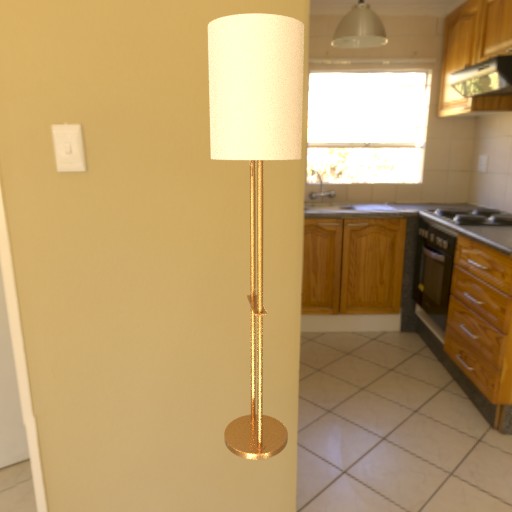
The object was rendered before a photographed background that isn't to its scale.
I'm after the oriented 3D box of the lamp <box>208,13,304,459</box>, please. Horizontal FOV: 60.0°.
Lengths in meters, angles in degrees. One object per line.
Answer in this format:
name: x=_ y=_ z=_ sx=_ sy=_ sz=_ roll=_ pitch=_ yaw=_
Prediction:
lamp: x=0.000 y=0.000 z=1.591 sx=0.305 sy=1.500 sz=0.306 roll=-2 pitch=14 yaw=-9
